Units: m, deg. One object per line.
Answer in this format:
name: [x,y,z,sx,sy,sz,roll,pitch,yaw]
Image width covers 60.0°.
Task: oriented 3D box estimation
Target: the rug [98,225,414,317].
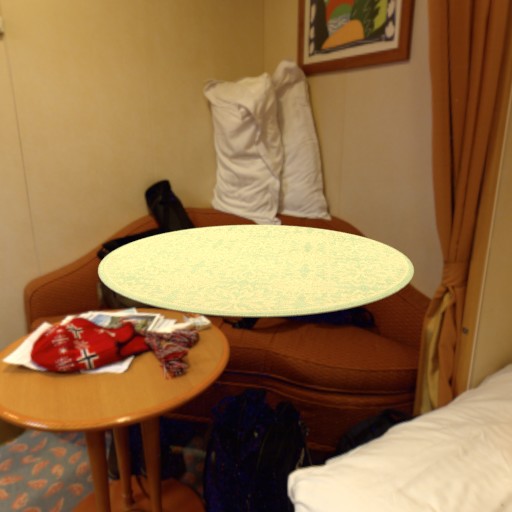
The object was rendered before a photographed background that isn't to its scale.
rug: [0.000,0.000,2.361,1.593,0.012,1.593,0,16,0]
